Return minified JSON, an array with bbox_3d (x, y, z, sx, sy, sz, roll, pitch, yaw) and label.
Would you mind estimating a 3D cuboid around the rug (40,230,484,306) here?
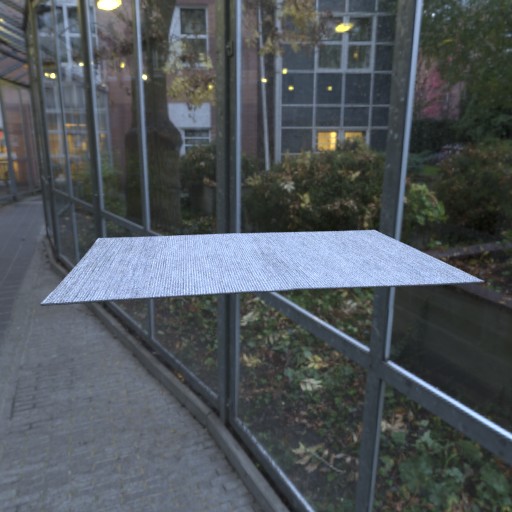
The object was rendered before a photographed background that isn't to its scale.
[{"bbox_3d":[0.000,0.000,2.296,1.789,0.021,1.159,-2,14,-8],"label":"rug"}]
